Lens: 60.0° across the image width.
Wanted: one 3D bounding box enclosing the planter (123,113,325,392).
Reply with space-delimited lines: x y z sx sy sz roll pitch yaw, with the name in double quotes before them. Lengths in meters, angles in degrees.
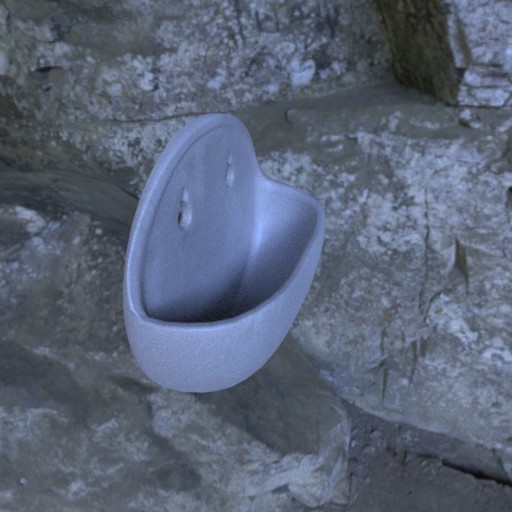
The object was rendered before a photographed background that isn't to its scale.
"planter" 0.000 0.000 0.277 0.073 0.164 0.190 10 33 17
